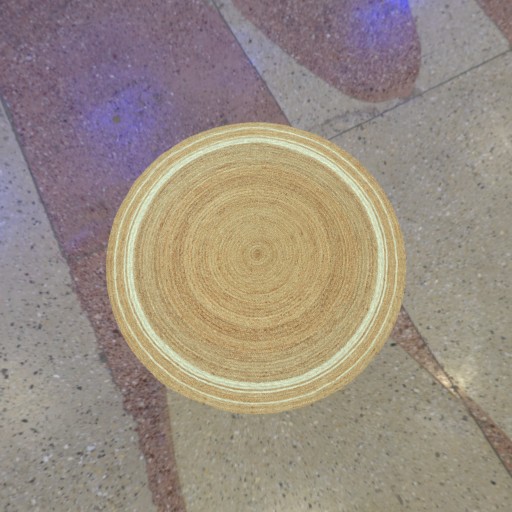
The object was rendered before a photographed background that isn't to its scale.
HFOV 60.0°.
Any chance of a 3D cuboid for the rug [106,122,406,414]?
[{"bbox_3d":[0.000,0.000,3.626,2.444,0.015,2.444,0,76,0],"label":"rug"}]
